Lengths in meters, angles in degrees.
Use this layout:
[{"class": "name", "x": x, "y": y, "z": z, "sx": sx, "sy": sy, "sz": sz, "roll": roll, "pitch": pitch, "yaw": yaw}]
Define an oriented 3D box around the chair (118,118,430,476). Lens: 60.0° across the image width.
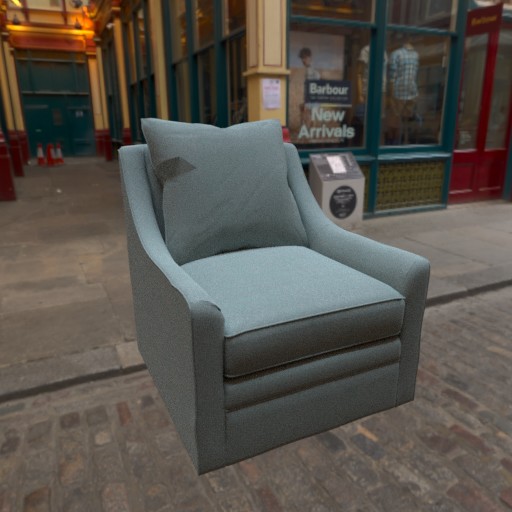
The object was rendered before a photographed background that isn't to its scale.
[{"class": "chair", "x": 0.000, "y": 0.000, "z": 1.550, "sx": 0.760, "sy": 0.926, "sz": 0.870, "roll": -8, "pitch": 18, "yaw": -25}]
